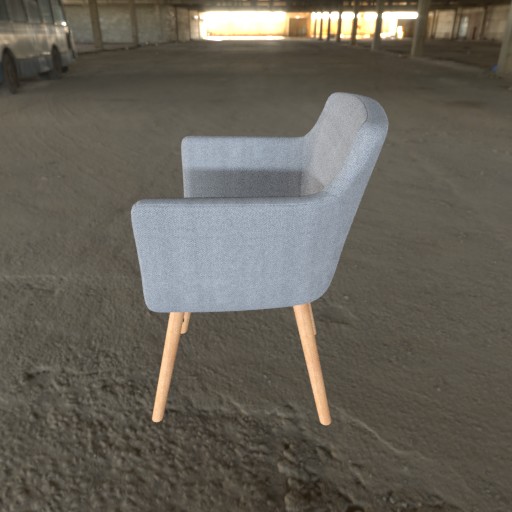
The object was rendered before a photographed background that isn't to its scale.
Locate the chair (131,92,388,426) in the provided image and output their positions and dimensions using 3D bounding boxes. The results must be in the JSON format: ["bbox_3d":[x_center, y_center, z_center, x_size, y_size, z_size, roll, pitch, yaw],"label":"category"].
[{"bbox_3d":[0.000,0.000,1.151,0.540,0.780,0.570,1,27,1],"label":"chair"}]
